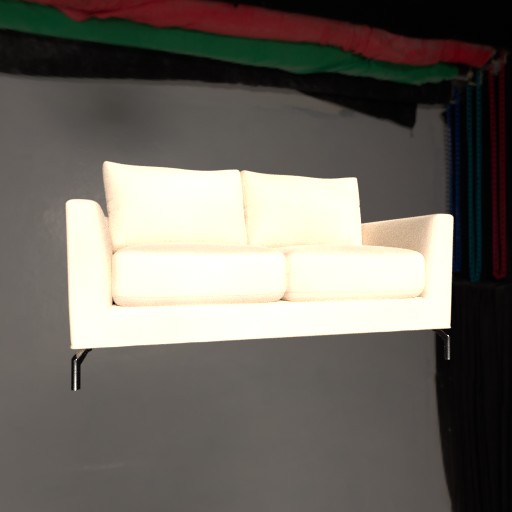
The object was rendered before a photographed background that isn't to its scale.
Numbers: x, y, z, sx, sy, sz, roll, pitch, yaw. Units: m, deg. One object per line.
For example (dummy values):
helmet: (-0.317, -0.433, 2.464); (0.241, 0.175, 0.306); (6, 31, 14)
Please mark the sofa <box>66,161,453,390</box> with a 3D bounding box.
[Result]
sofa: (0.000, 0.000, 2.288); (1.739, 0.995, 0.906); (0, -1, -18)
